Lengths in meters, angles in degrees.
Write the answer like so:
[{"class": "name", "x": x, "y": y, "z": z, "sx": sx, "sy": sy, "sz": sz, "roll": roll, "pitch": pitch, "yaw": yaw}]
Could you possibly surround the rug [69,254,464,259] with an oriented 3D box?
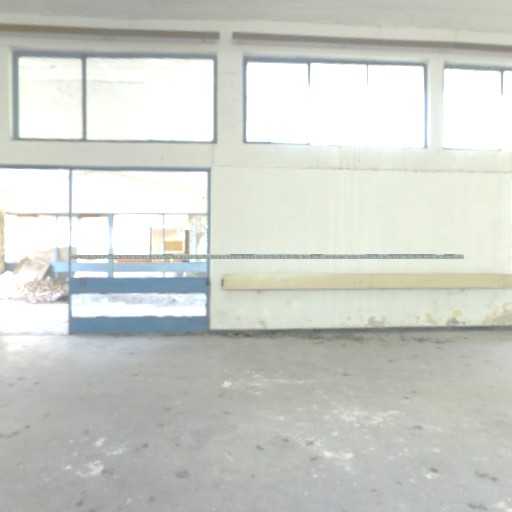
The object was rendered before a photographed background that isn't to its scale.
[{"class": "rug", "x": 0.000, "y": 0.000, "z": 2.274, "sx": 1.235, "sy": 0.014, "sz": 1.829, "roll": 0, "pitch": 0, "yaw": -3}]
